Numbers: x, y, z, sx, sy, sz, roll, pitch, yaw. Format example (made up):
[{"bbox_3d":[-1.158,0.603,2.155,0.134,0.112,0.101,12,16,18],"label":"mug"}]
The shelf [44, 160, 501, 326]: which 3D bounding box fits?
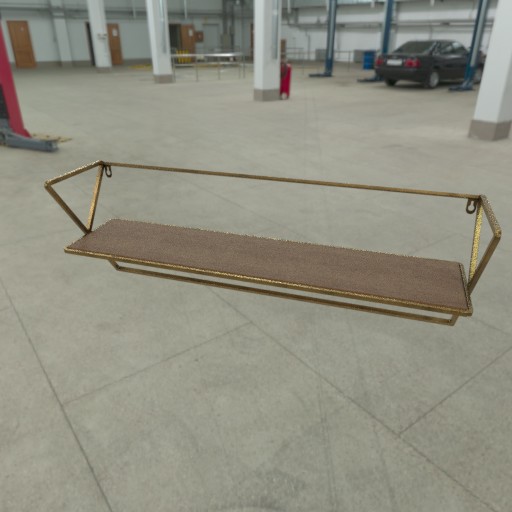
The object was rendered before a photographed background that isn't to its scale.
[{"bbox_3d":[0.000,0.000,0.714,0.645,0.229,0.150,8,28,16],"label":"shelf"}]
